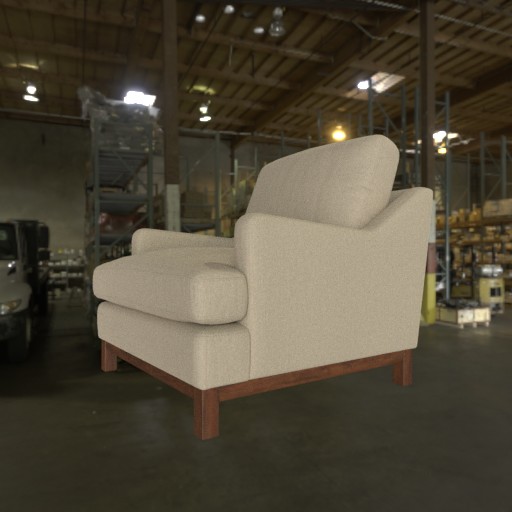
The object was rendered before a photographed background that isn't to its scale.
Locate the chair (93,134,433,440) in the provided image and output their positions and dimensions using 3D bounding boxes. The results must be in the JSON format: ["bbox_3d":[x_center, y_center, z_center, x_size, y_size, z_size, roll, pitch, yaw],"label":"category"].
[{"bbox_3d":[0.000,0.000,1.710,1.001,0.916,0.912,0,0,-35],"label":"chair"}]
